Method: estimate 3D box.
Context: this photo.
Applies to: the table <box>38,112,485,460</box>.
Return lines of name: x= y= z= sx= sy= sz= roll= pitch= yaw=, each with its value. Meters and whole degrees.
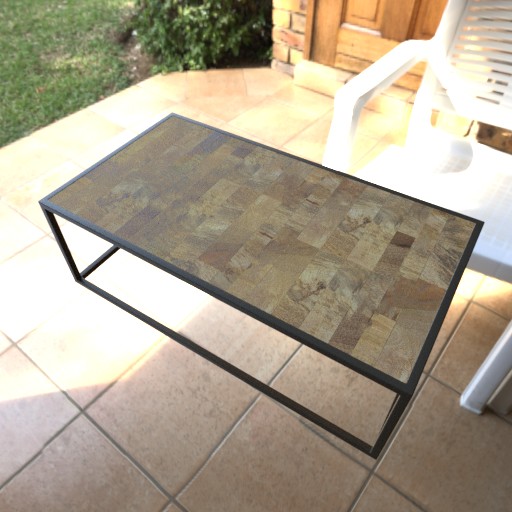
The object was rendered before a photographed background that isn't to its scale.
table: x=0.000 y=0.000 z=1.493 sx=1.199 sy=0.398 sz=0.649 roll=25 pitch=52 yaw=22
